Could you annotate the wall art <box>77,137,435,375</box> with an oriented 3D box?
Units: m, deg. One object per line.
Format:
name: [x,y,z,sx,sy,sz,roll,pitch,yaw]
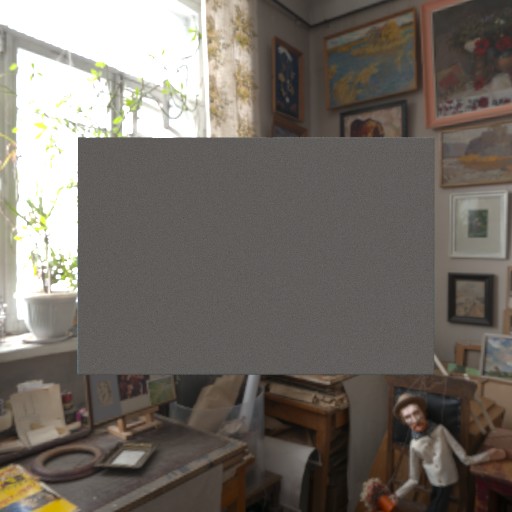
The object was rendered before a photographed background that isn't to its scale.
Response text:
wall art: [0.000,0.000,0.774,0.609,0.406,0.039,0,0,0]
